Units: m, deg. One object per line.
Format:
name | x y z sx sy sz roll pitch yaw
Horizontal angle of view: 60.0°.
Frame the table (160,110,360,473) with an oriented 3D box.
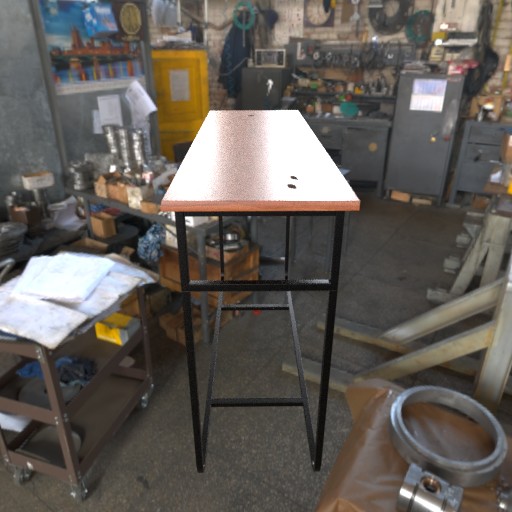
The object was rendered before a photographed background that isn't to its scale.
table | 0.000 0.000 1.433 0.350 0.750 1.100 0 26 -1
